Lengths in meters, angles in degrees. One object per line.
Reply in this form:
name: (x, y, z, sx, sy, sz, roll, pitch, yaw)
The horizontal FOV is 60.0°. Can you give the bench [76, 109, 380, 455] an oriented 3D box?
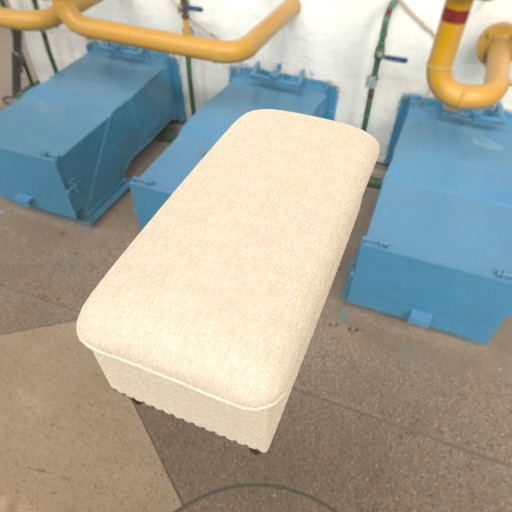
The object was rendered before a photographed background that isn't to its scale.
bench: (0.000, 0.000, 1.287, 0.483, 0.483, 0.991, 17, 49, 15)
